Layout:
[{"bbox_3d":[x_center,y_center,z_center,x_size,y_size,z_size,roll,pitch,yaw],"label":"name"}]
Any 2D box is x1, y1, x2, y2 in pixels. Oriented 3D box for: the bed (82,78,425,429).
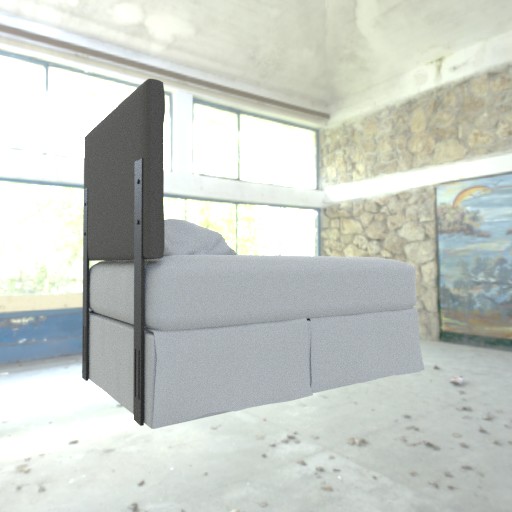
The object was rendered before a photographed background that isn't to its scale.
[{"bbox_3d":[0.000,0.000,2.989,1.997,1.571,1.261,1,-1,-35],"label":"bed"}]
